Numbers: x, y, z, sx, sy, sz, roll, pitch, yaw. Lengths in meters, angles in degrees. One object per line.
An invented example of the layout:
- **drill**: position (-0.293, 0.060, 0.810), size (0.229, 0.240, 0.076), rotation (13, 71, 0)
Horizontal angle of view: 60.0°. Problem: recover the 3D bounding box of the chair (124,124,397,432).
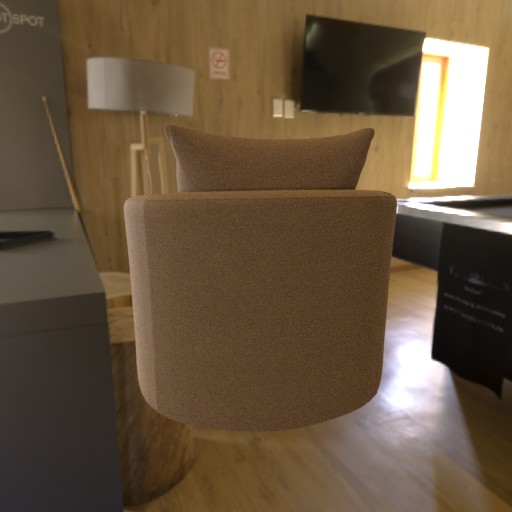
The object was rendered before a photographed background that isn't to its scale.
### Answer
- **chair**: position (0.000, 0.000, 1.544), size (0.845, 0.848, 0.910), rotation (-2, 14, -9)
